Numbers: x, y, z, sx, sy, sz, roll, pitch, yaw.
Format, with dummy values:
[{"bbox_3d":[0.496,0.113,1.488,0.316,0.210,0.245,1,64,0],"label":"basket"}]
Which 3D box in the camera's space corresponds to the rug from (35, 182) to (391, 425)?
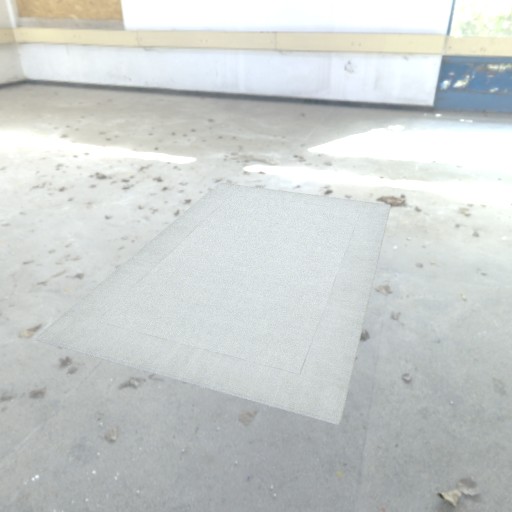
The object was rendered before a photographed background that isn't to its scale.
[{"bbox_3d":[0.000,0.000,2.326,1.219,0.013,1.829,10,32,17],"label":"rug"}]
